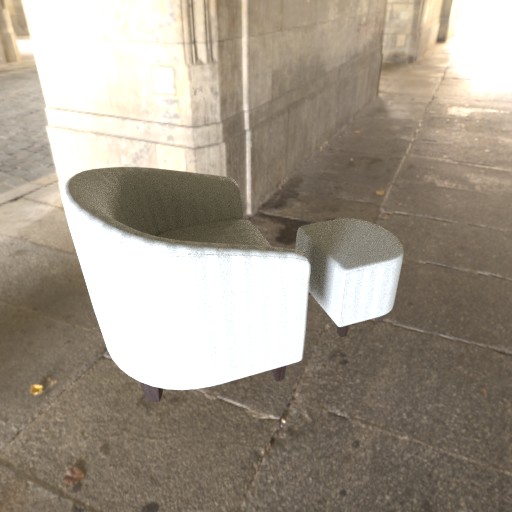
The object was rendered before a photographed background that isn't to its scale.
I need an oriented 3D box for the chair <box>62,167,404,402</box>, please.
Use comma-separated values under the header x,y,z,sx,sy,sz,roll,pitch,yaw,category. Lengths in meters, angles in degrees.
x,y,z,sx,sy,sz,roll,pitch,yaw,category
0.000,0.000,1.749,1.288,0.757,0.756,-11,33,-18,chair
